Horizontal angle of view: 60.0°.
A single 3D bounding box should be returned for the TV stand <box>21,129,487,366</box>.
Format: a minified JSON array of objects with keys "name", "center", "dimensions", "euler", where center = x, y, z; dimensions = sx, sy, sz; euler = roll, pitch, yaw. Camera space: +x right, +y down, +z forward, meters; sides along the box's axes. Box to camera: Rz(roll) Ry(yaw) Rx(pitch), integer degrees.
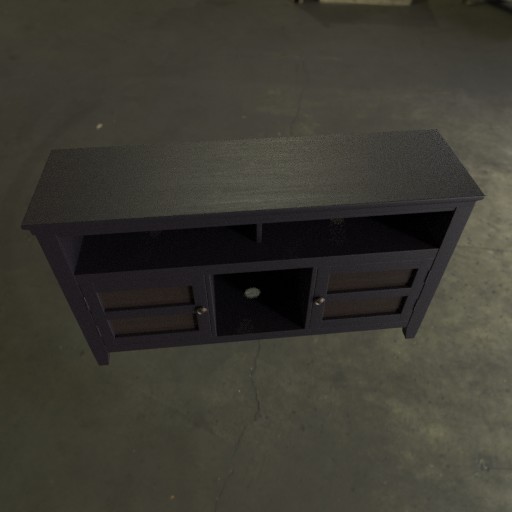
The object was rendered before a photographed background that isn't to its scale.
[{"name":"TV stand","center":[0.000,0.000,1.491],"dimensions":[1.198,0.681,0.347],"euler":[-4,46,-4]}]
